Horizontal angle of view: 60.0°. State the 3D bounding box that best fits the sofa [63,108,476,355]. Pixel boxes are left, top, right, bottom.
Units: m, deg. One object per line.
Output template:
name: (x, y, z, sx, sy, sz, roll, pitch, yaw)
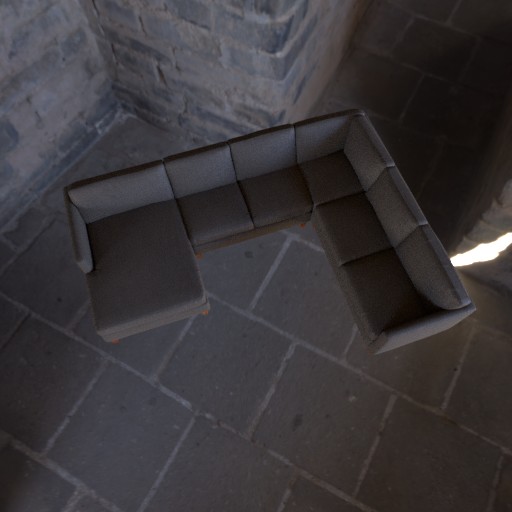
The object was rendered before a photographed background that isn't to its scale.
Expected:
sofa: (0.000, 0.000, 4.570, 3.460, 0.961, 2.594, -17, 66, -8)
